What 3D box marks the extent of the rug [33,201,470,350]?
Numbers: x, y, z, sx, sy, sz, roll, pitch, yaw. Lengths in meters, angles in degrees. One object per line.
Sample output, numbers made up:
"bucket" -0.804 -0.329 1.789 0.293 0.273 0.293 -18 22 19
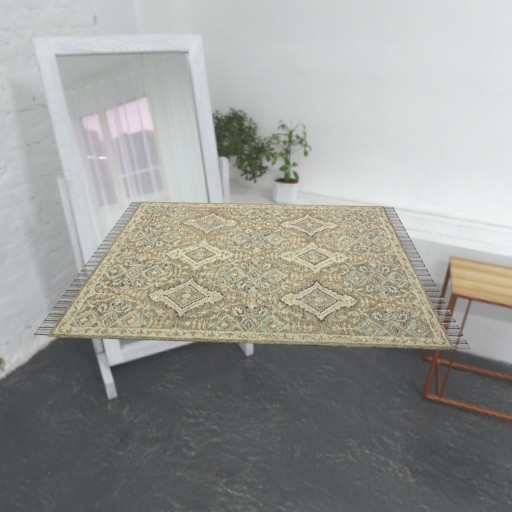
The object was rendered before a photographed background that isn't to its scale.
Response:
"rug" 0.000 0.000 4.137 3.056 0.010 2.437 1 30 2
